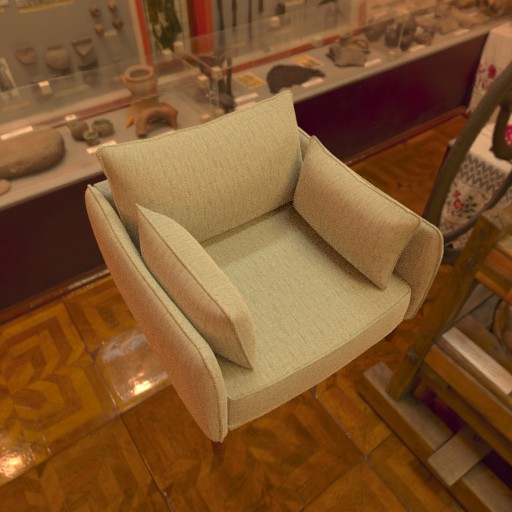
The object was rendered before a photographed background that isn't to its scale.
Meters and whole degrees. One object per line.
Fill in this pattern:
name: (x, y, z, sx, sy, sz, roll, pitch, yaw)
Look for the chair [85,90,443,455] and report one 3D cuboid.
chair: (0.000, 0.000, 1.721, 0.994, 0.855, 0.991, -26, 52, -22)
